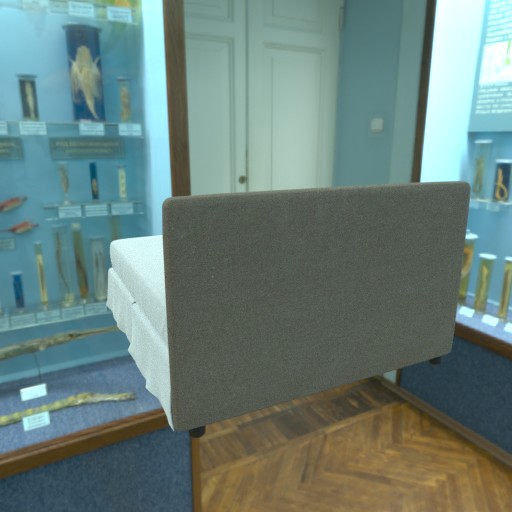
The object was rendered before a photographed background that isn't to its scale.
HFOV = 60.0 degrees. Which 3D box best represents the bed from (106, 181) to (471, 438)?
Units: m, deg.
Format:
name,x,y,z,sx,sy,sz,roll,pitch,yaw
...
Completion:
name,x,y,z,sx,sy,sz,roll,pitch,yaw
bed,0.000,0.000,3.608,2.119,1.317,2.341,-7,16,-26
